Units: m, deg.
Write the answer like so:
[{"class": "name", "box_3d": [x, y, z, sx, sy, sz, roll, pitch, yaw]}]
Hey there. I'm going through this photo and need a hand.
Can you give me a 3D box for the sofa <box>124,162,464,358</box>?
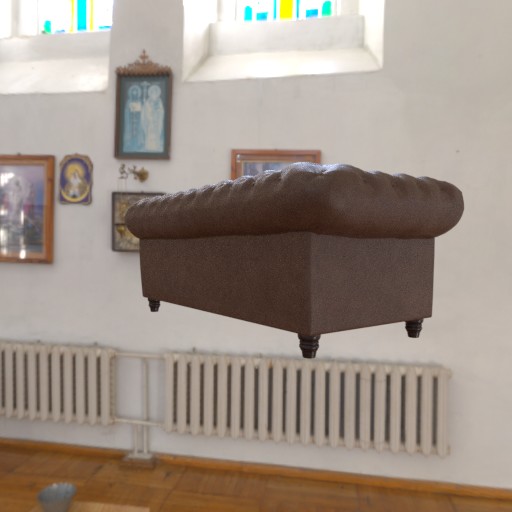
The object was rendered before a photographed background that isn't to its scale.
[{"class": "sofa", "box_3d": [0.000, 0.000, 2.593, 0.955, 0.784, 2.048, -1, 1, -36]}]
